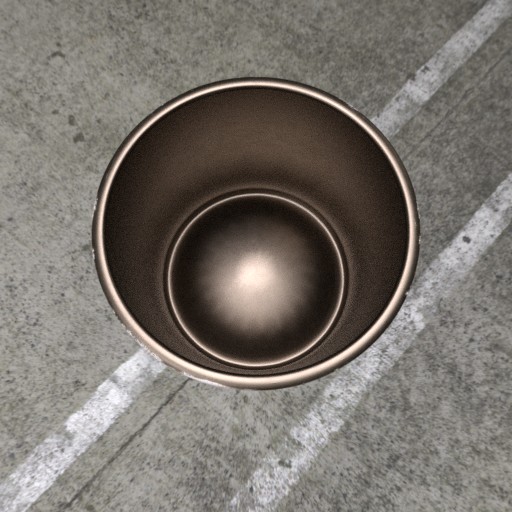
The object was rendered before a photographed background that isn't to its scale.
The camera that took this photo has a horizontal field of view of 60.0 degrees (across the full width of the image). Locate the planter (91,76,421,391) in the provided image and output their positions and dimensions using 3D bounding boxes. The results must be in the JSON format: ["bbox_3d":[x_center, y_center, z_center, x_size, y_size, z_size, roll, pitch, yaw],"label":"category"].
[{"bbox_3d":[0.000,0.000,0.387,0.221,0.201,0.221,0,76,0],"label":"planter"}]
